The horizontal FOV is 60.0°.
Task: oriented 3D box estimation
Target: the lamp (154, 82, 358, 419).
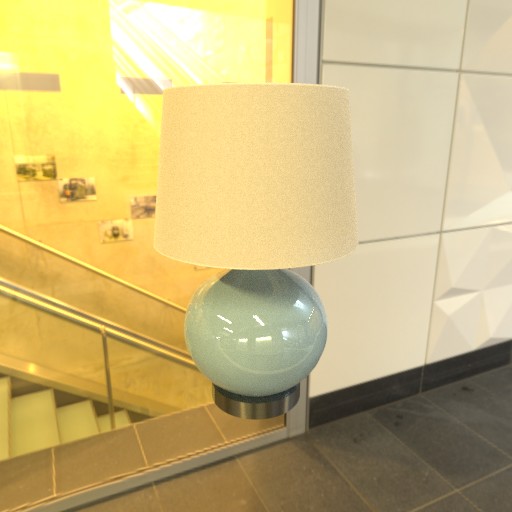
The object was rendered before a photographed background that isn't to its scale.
[{"bbox_3d":[0.000,0.000,0.552,0.247,0.387,0.247,0,16,0],"label":"lamp"}]
